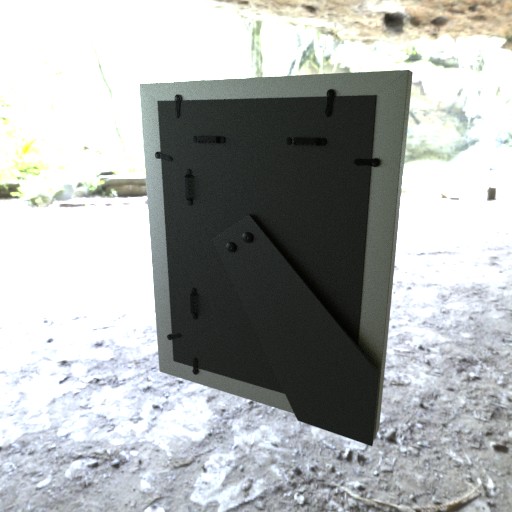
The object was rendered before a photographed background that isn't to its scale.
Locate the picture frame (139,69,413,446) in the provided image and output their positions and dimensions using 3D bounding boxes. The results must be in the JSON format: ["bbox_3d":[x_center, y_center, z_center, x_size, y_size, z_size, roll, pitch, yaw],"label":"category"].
[{"bbox_3d":[0.000,0.000,0.516,0.307,0.386,0.036,8,19,26],"label":"picture frame"}]
